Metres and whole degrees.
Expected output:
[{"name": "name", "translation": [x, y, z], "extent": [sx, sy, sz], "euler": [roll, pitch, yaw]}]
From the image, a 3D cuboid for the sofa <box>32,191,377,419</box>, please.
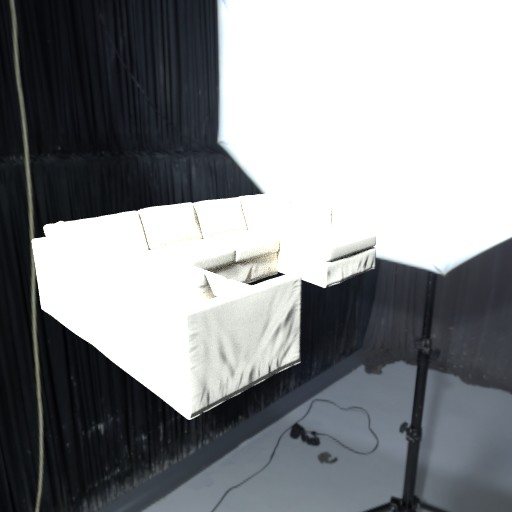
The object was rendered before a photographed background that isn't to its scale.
[{"name": "sofa", "translation": [0.000, 0.000, 4.490], "extent": [3.460, 0.882, 2.427], "euler": [-15, 22, -42]}]
